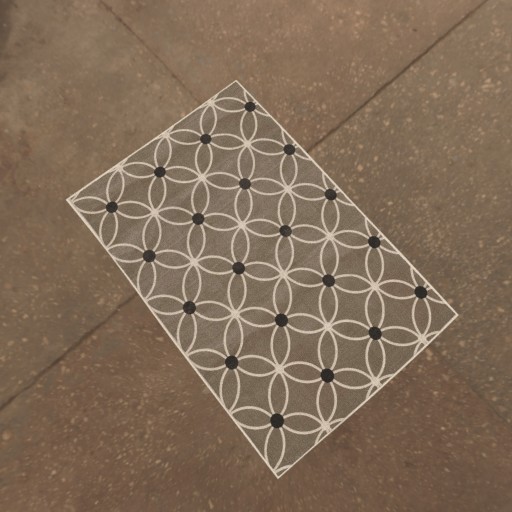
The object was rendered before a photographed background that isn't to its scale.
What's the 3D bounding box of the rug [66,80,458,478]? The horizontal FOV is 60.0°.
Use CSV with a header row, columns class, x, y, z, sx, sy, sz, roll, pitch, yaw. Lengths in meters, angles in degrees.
class,x,y,z,sx,sy,sz,roll,pitch,yaw
rug,0.000,0.000,2.950,1.522,0.008,2.284,-38,78,-10
